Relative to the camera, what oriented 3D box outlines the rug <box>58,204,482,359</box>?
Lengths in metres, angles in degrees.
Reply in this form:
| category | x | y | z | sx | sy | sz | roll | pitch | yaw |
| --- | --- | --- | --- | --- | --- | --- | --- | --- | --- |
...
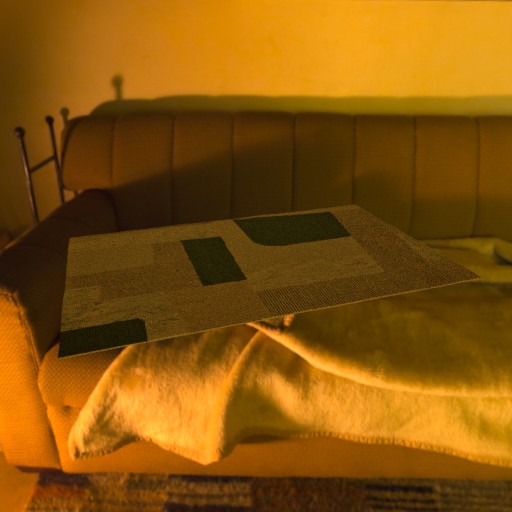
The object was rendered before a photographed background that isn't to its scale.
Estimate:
| category | x | y | z | sx | sy | sz | roll | pitch | yaw |
| --- | --- | --- | --- | --- | --- | --- | --- | --- | --- |
| rug | 0.000 | 0.000 | 3.027 | 2.436 | 0.015 | 1.521 | -8 | 26 | -17 |
